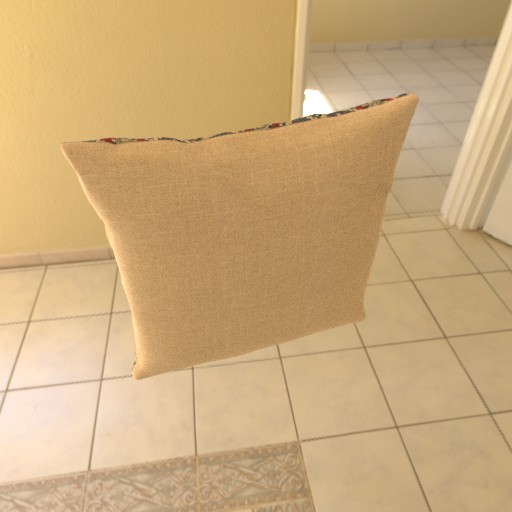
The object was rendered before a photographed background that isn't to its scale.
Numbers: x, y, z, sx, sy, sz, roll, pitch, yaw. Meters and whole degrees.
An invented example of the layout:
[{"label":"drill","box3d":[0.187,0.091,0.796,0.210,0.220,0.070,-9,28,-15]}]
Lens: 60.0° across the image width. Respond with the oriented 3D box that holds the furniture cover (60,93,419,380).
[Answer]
[{"label":"furniture cover","box3d":[0.000,0.000,0.651,0.431,0.431,0.139,-12,43,-13]}]
